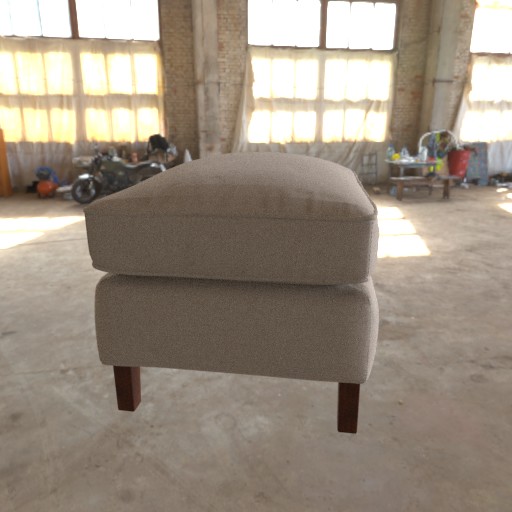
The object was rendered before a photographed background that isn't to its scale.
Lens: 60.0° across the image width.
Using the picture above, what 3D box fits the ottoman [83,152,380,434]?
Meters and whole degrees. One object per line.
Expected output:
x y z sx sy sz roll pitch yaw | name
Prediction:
0.000 0.000 1.009 0.501 0.456 0.665 3 17 8 | ottoman
